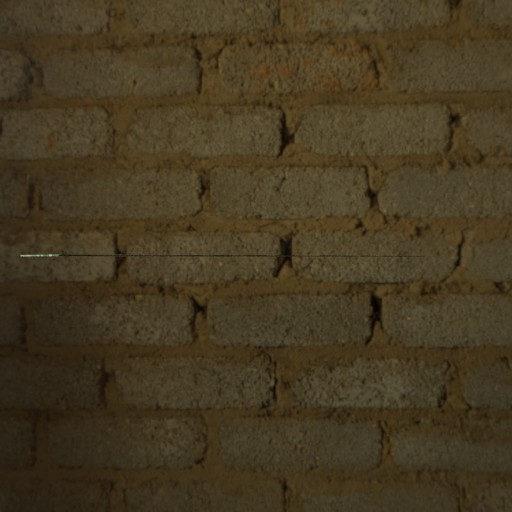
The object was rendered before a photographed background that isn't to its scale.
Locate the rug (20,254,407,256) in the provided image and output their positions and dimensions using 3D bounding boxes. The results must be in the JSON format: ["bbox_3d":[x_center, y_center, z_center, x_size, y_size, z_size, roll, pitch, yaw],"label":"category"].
[{"bbox_3d":[0.000,0.000,2.694,2.438,0.006,0.761,0,0,-38],"label":"rug"}]
